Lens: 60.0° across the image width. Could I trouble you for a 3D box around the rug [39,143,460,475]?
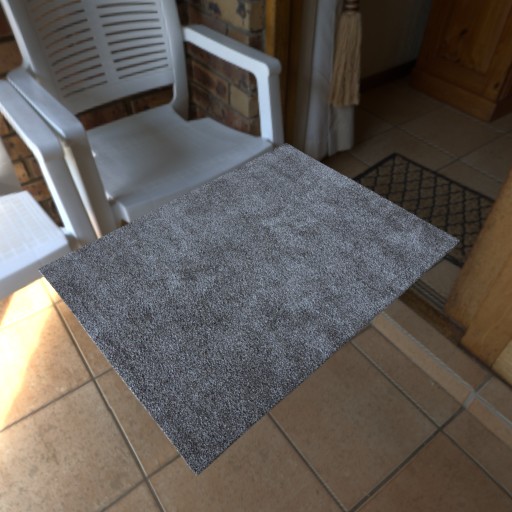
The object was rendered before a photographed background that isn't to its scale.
[{"bbox_3d":[0.000,0.000,2.096,1.601,0.025,1.198,-33,54,-28],"label":"rug"}]
